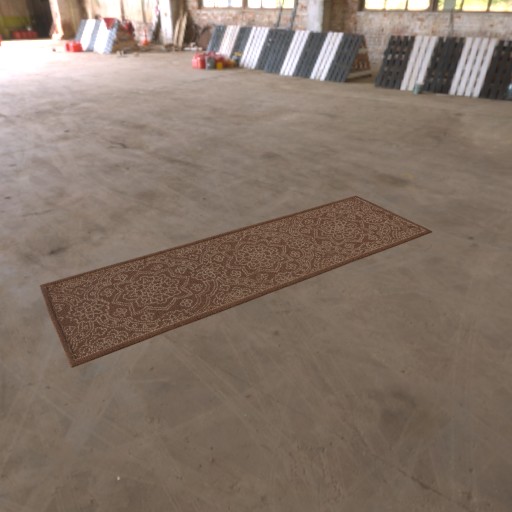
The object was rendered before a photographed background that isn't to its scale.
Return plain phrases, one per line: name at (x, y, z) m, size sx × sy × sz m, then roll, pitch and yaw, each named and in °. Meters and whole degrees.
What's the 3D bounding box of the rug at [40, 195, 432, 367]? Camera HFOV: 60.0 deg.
rug at (0.000, 0.000, 2.811) m, size 2.448 × 0.012 × 0.769 m, roll -18°, pitch 35°, yaw -28°
